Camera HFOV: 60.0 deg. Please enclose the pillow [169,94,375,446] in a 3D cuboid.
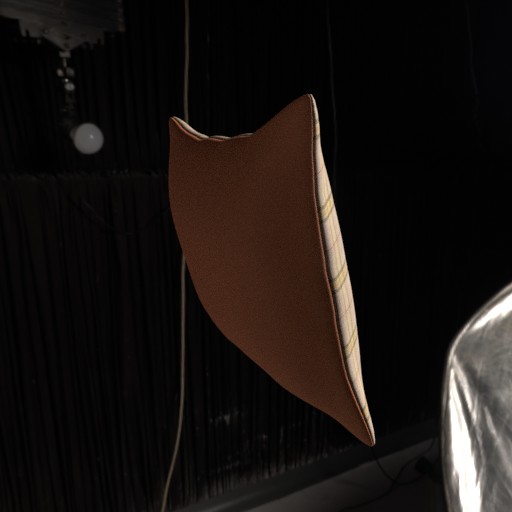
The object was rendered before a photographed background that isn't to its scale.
[{"bbox_3d":[0.000,0.000,0.684,0.200,0.430,0.453,-7,16,-26],"label":"pillow"}]
